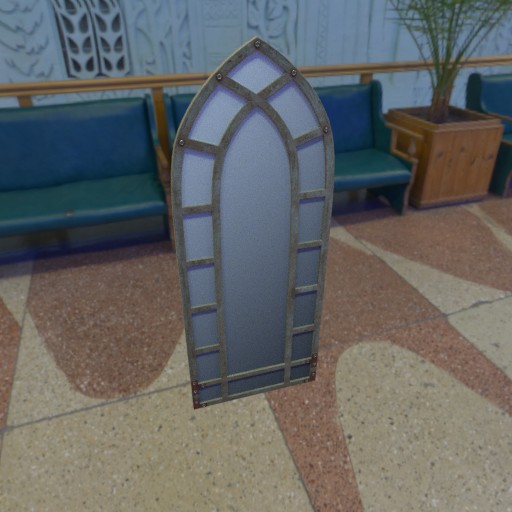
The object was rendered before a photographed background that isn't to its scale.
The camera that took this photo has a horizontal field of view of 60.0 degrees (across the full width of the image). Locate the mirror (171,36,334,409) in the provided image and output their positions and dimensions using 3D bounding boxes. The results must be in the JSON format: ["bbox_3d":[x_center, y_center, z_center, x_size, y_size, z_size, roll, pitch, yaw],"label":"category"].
[{"bbox_3d":[0.000,0.000,1.319,0.464,1.175,0.025,-9,33,-14],"label":"mirror"}]
